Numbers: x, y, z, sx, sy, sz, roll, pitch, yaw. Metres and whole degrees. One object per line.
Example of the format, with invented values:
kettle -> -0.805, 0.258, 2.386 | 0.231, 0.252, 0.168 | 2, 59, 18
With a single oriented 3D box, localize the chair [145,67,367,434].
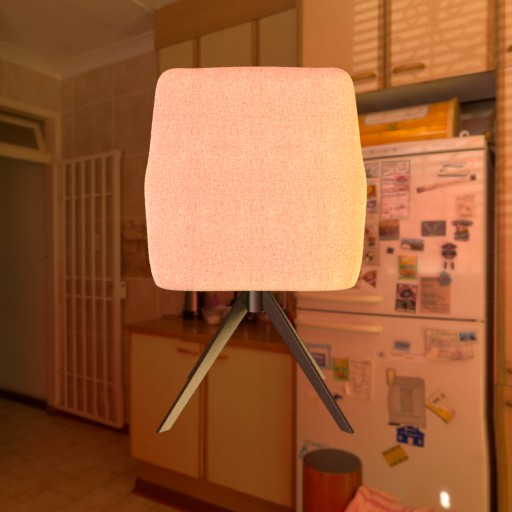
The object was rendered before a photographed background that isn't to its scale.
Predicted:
chair -> 0.000, 0.000, 1.328 | 0.642, 0.874, 0.677 | 0, 1, 1
